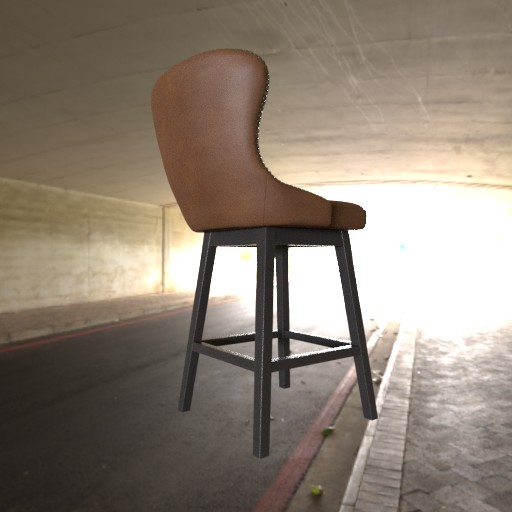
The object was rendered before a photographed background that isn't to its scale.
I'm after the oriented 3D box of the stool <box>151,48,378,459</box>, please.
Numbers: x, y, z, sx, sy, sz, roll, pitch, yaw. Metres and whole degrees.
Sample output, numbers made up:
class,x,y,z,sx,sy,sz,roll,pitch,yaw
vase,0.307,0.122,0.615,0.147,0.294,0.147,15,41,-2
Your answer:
class,x,y,z,sx,sy,sz,roll,pitch,yaw
stool,0.000,0.000,1.318,0.593,0.971,0.528,0,0,-37
